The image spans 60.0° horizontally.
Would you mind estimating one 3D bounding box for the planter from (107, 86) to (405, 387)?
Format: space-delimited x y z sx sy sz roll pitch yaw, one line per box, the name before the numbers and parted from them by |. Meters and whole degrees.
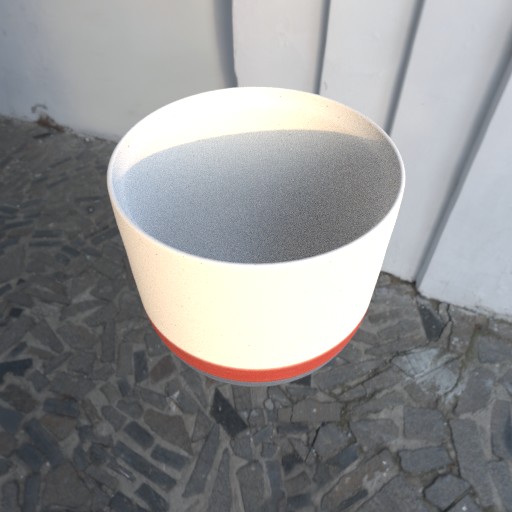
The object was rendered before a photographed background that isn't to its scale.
planter | 0.000 0.000 0.503 0.268 0.270 0.268 0 48 0
